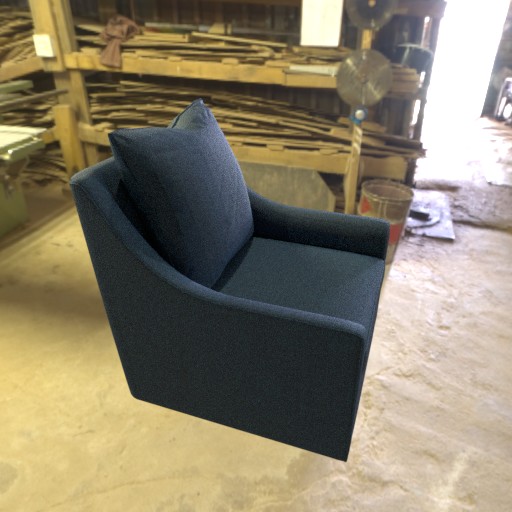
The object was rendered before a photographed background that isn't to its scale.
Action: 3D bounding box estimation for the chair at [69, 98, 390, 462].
[{"bbox_3d":[0.000,0.000,1.564,0.870,0.939,0.750,10,30,17],"label":"chair"}]
